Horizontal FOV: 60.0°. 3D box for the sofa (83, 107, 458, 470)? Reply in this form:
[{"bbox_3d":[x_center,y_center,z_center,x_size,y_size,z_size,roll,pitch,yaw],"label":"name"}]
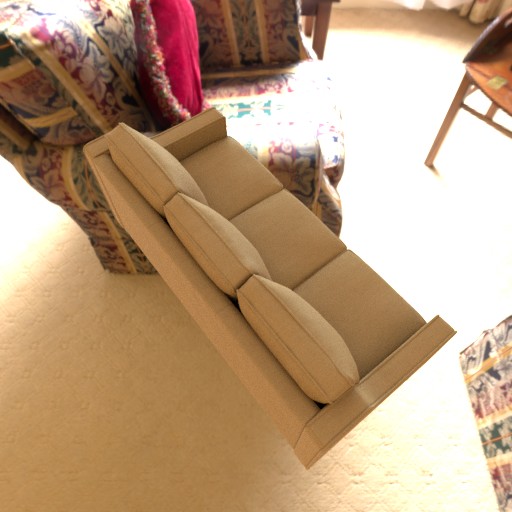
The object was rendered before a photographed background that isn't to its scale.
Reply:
[{"bbox_3d":[0.000,0.000,2.485,0.911,0.974,1.986,-34,64,-19],"label":"sofa"}]
